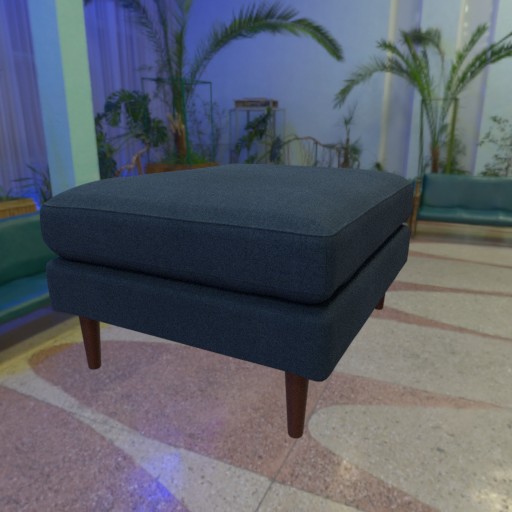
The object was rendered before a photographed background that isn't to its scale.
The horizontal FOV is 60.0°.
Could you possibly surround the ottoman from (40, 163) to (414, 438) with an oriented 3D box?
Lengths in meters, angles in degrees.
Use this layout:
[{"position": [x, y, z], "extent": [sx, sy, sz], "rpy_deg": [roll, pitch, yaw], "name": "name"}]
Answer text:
[{"position": [0.000, 0.000, 1.222], "extent": [0.693, 0.474, 0.821], "rpy_deg": [8, 18, 26], "name": "ottoman"}]
